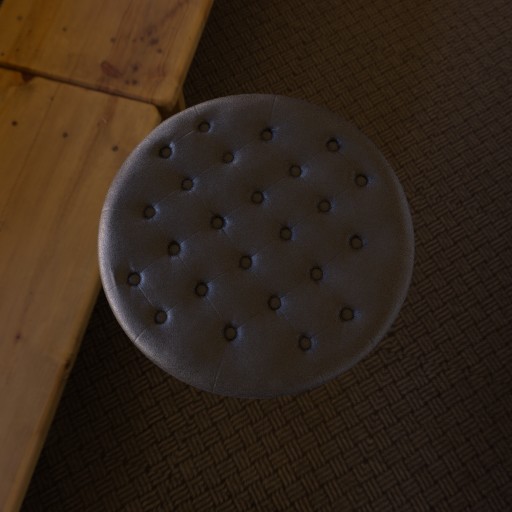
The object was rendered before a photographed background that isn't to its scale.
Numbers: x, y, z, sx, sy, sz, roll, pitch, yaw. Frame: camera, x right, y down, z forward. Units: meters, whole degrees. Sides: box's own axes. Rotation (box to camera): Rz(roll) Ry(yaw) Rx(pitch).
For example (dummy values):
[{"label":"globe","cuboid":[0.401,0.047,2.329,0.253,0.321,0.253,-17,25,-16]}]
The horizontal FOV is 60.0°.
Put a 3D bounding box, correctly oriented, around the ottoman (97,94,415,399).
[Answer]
[{"label":"ottoman","cuboid":[0.000,0.000,1.070,0.637,0.442,0.637,0,76,0]}]
